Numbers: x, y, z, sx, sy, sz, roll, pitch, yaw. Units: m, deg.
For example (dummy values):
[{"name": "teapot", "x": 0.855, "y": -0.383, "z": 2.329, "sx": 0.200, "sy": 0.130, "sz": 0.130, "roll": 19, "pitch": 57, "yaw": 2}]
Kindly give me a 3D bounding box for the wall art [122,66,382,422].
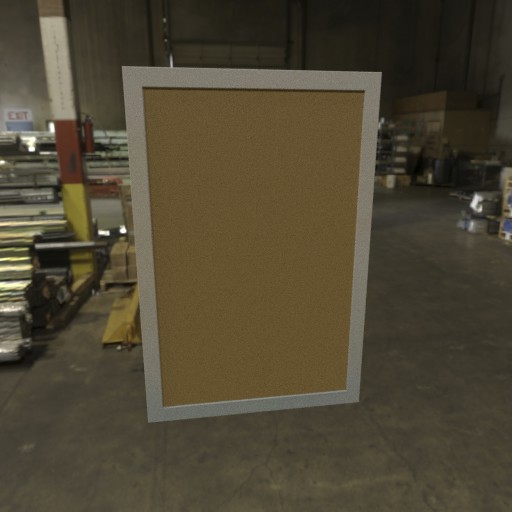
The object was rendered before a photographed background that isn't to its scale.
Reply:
[{"name": "wall art", "x": 0.000, "y": 0.000, "z": 0.787, "sx": 0.408, "sy": 0.611, "sz": 0.038, "roll": -2, "pitch": 15, "yaw": -9}]
